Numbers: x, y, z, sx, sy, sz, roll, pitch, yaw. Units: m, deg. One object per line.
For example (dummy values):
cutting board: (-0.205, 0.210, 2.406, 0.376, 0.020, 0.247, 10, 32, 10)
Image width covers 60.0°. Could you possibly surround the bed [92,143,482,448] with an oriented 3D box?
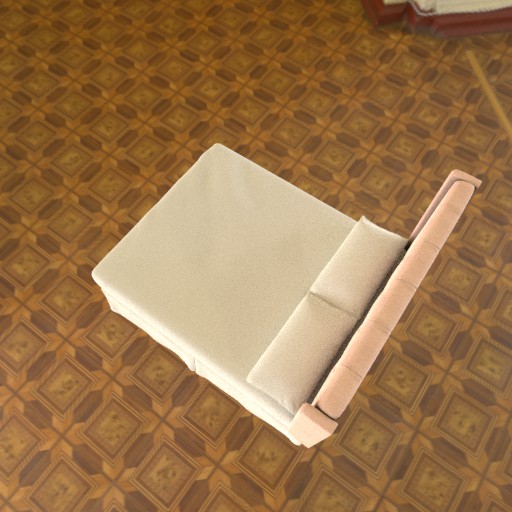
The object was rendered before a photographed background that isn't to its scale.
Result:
bed: (0.000, 0.000, 3.272, 2.066, 1.665, 1.719, 33, 68, 15)
